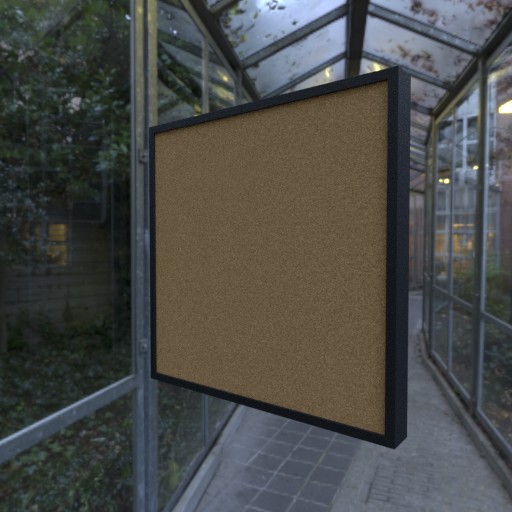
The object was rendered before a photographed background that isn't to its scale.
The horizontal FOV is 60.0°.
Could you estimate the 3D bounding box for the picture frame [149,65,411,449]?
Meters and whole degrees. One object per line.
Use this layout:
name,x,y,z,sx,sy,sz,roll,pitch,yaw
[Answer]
picture frame,0.000,0.000,0.475,0.317,0.317,0.030,1,2,38
